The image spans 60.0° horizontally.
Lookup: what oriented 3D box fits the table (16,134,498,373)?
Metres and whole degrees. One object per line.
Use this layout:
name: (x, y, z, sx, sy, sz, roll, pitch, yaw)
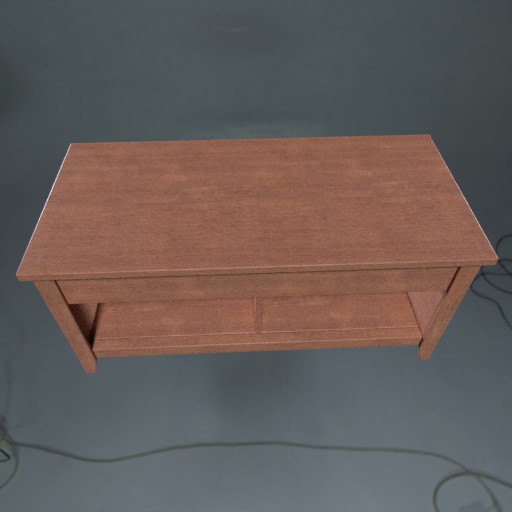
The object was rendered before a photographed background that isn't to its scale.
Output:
table: (0.000, 0.000, 1.261, 1.016, 0.457, 0.483, -2, 48, -2)
